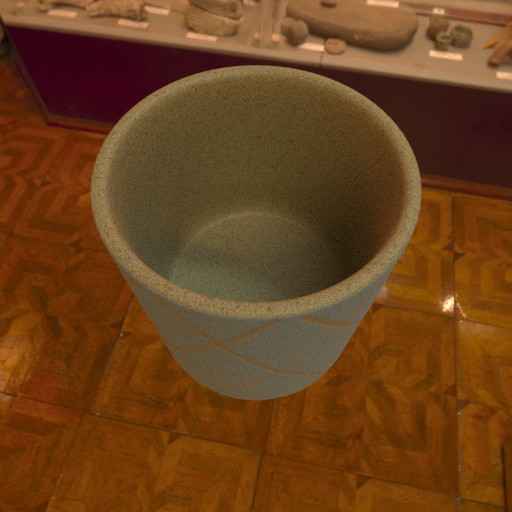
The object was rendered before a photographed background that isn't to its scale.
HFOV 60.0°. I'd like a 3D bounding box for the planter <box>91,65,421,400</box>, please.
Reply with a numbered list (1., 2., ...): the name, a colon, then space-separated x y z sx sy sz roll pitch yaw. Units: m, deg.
1. planter: 0.000 0.000 0.343 0.191 0.200 0.191 0 59 0
